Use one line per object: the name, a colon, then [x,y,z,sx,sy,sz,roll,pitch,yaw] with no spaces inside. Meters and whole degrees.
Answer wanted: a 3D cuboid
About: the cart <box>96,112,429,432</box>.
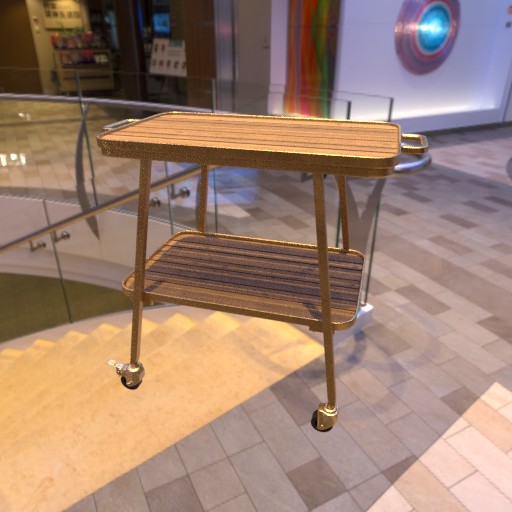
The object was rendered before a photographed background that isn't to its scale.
cart: [0.000,0.000,1.255,0.806,0.700,0.524,7,28,14]
